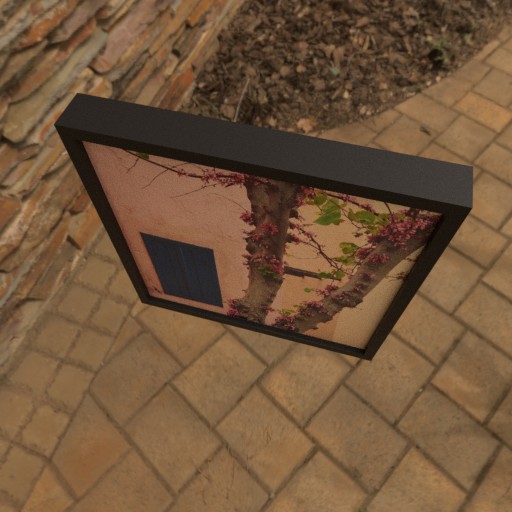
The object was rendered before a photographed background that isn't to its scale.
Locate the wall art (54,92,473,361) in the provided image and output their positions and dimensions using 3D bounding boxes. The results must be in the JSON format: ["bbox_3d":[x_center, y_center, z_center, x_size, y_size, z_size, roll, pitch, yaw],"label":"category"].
[{"bbox_3d":[0.000,0.000,0.450,0.305,0.304,0.038,13,59,8],"label":"wall art"}]
